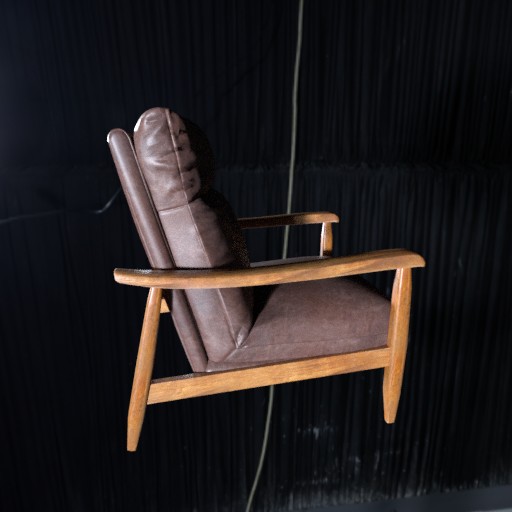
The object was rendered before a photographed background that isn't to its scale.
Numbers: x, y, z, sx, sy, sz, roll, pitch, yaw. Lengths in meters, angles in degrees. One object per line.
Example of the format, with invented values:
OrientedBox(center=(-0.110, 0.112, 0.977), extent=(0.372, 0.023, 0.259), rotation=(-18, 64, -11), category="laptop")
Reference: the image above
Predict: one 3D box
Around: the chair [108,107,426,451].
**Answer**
OrientedBox(center=(0.000, 0.000, 1.475), extent=(0.830, 0.897, 0.782), rotation=(-2, 15, -9), category="chair")
